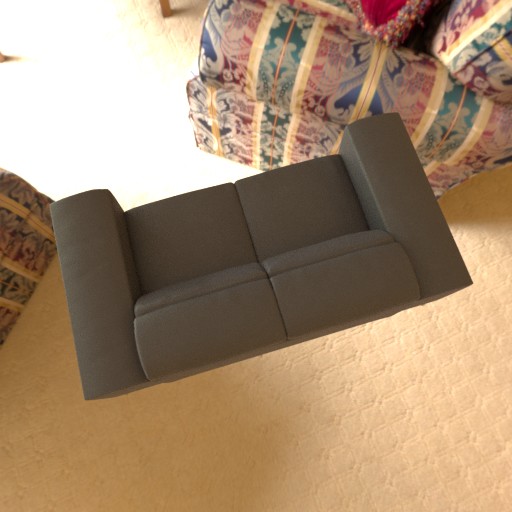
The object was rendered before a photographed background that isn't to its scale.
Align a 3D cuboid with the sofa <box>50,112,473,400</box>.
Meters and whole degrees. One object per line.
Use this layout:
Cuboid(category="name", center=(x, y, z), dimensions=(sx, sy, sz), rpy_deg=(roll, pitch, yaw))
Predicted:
Cuboid(category="sofa", center=(0.000, 0.000, 2.377), dimensions=(1.895, 0.779, 1.003), rpy_deg=(-16, 75, -4))
